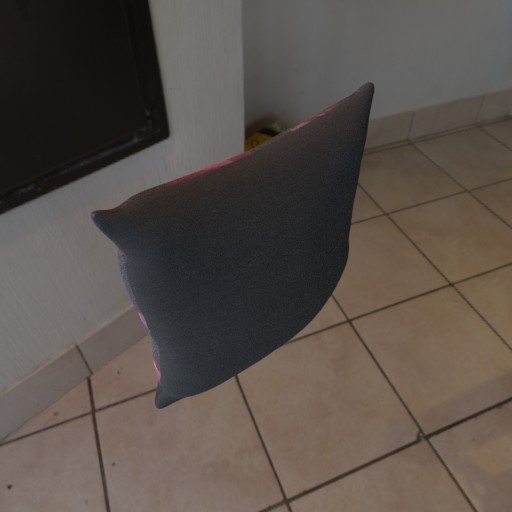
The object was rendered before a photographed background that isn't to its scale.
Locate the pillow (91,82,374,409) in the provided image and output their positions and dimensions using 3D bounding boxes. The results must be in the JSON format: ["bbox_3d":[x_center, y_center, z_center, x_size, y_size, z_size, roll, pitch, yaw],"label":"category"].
[{"bbox_3d":[0.000,0.000,0.782,0.503,0.496,0.208,-31,53,-27],"label":"pillow"}]
